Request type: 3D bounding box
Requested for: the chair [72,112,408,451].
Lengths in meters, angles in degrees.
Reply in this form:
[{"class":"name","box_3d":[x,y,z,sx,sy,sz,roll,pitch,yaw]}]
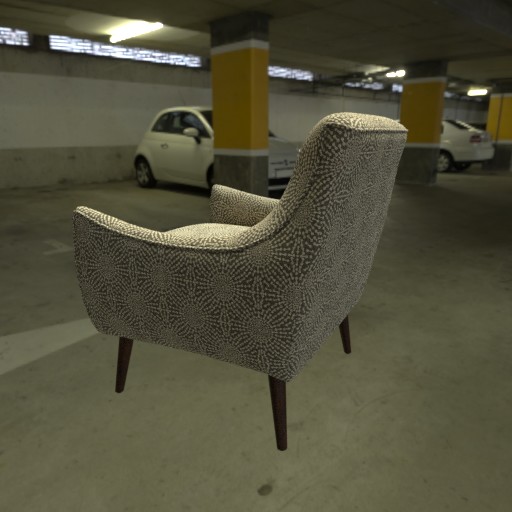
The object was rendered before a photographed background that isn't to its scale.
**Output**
[{"class":"chair","box_3d":[0.000,0.000,1.397,0.787,0.838,0.762,8,17,27]}]
